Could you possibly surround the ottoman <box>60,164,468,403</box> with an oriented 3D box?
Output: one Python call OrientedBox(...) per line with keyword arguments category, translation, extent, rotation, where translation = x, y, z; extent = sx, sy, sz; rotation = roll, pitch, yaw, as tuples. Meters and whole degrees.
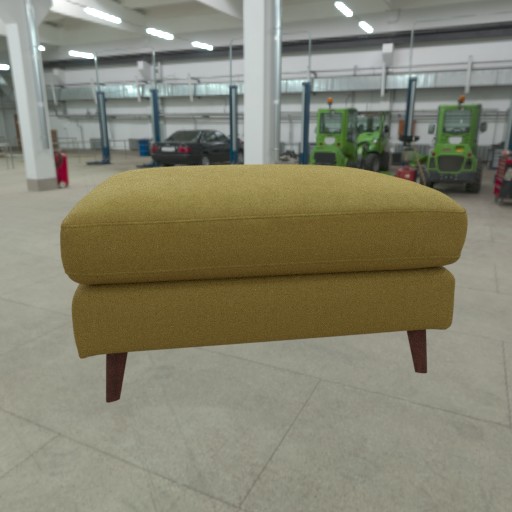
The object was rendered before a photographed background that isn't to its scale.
OrientedBox(category="ottoman", translation=(0.000, 0.000, 1.133), extent=(0.811, 0.449, 0.608), rotation=(-3, 17, -9))
